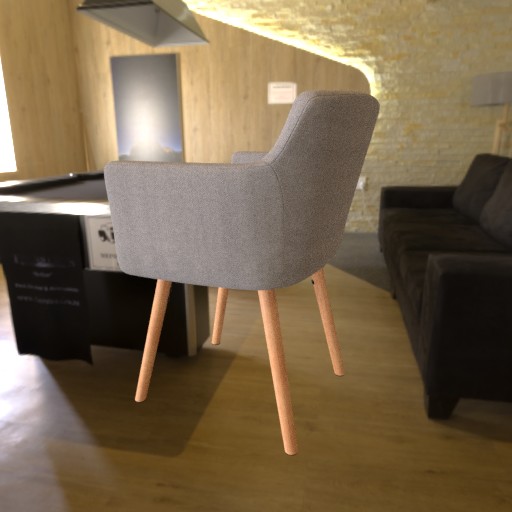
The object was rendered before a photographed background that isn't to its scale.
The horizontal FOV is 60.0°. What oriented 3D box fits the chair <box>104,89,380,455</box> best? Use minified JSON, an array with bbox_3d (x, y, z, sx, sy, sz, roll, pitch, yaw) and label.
[{"bbox_3d":[0.000,0.000,1.142,0.540,0.780,0.570,8,17,26],"label":"chair"}]
